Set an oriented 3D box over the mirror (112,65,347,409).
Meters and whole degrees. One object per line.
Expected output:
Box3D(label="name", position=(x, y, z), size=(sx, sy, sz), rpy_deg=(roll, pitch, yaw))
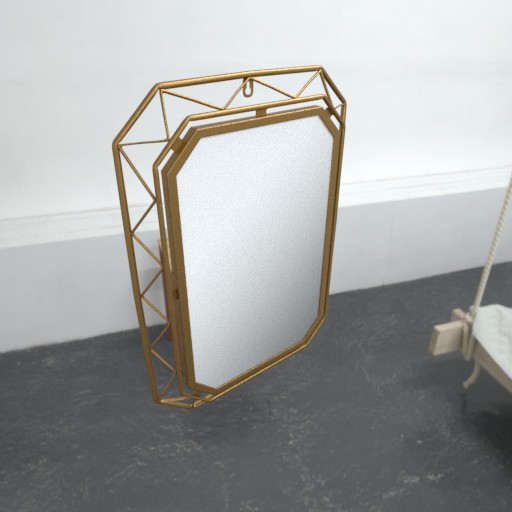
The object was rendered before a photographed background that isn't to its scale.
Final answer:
Box3D(label="mirror", position=(0.000, 0.000, 0.732), size=(0.417, 0.566, 0.042), rpy_deg=(-21, 36, -32))
